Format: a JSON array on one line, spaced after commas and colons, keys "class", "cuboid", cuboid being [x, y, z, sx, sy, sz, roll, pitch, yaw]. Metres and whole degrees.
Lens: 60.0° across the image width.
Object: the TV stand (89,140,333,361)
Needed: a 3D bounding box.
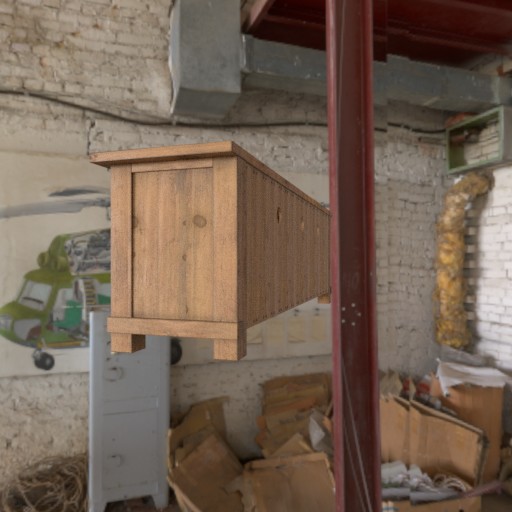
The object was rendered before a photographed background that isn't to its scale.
[{"class": "TV stand", "cuboid": [0.000, 0.000, 2.051, 0.453, 0.573, 1.804, 0, -1, 18]}]
